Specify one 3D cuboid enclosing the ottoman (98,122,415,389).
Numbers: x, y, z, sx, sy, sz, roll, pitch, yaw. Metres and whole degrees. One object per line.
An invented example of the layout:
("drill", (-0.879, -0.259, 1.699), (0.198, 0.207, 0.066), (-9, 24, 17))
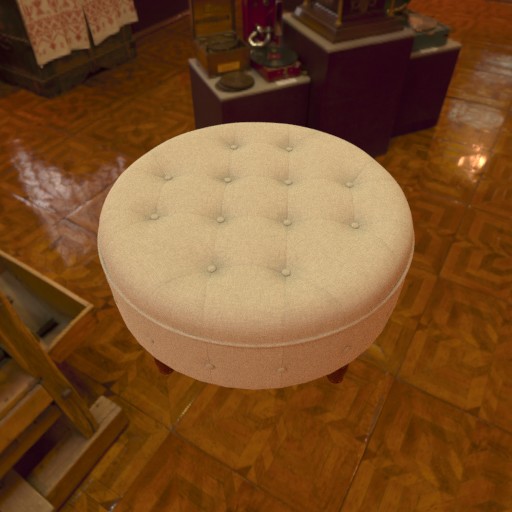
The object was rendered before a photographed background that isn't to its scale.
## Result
("ottoman", (0.000, 0.000, 1.340), (0.849, 0.478, 0.849), (0, 46, 0))
